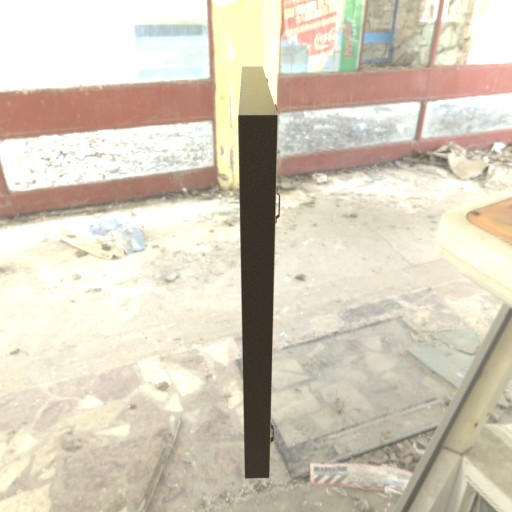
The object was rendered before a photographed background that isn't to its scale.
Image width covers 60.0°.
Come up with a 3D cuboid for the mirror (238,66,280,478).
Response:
[{"bbox_3d":[0.000,0.000,0.694,0.041,0.509,0.406,-1,29,-1],"label":"mirror"}]
